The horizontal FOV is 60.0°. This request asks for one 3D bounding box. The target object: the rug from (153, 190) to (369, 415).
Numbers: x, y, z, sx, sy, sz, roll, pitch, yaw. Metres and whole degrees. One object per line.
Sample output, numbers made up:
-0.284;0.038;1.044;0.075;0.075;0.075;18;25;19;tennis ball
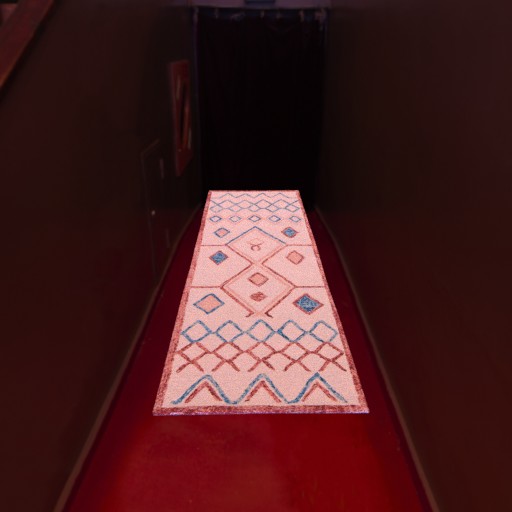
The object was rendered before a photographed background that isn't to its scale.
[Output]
0.000;0.000;2.617;0.750;0.011;2.435;0;26;-1;rug
